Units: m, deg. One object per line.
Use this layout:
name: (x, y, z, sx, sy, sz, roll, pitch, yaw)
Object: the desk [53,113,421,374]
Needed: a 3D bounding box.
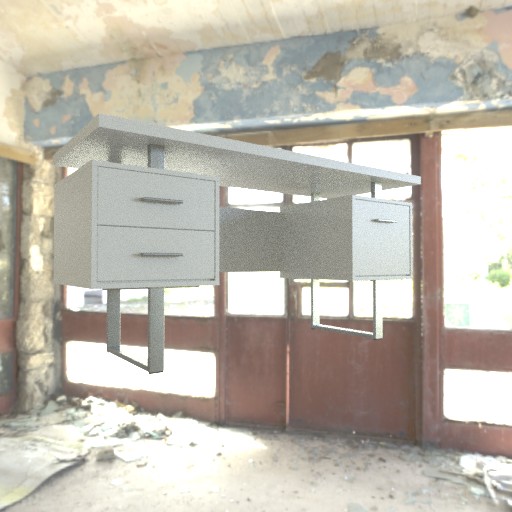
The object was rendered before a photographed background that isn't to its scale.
desk: (0.000, 0.000, 1.925, 1.530, 0.773, 0.603, 1, -1, -36)
